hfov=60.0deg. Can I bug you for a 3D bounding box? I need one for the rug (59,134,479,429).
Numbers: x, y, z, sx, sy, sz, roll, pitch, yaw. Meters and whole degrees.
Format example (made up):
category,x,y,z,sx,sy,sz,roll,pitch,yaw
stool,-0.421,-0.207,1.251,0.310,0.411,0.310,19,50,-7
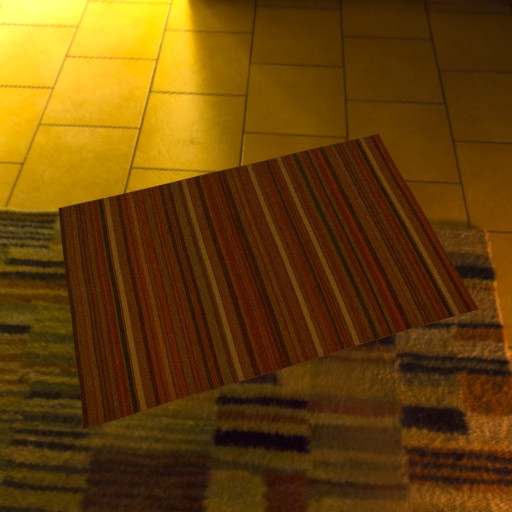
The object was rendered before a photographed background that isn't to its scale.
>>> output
category,x,y,z,sx,sy,sz,roll,pitch,yaw
rug,0.000,0.000,2.927,2.438,0.008,1.523,-15,63,-8
